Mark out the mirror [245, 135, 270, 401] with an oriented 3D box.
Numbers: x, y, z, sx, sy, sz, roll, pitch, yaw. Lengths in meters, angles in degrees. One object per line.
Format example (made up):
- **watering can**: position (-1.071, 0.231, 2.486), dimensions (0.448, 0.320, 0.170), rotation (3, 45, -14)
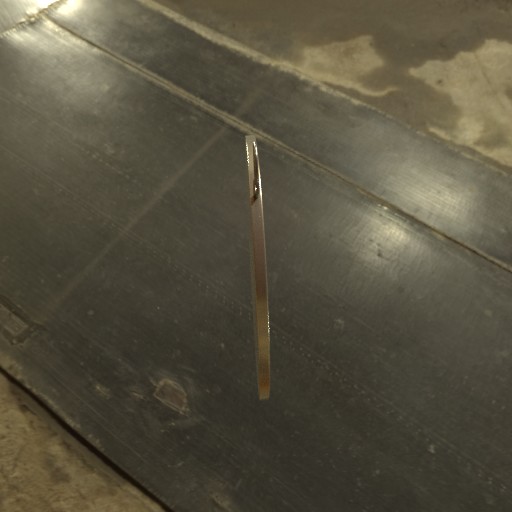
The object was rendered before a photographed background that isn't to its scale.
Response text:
- **mirror**: position (0.000, 0.000, 0.983), dimensions (0.020, 0.713, 0.594), rotation (-3, 64, -1)
